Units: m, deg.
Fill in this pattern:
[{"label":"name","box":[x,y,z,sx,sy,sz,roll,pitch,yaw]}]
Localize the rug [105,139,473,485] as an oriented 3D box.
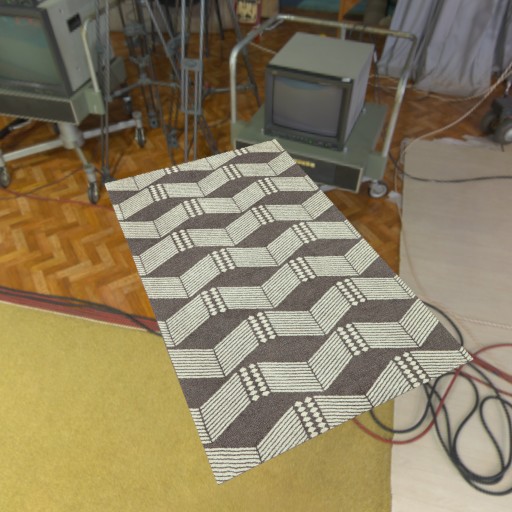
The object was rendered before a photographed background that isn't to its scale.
[{"label":"rug","box":[0.000,0.000,2.981,1.517,0.011,2.435,-19,50,-17]}]
